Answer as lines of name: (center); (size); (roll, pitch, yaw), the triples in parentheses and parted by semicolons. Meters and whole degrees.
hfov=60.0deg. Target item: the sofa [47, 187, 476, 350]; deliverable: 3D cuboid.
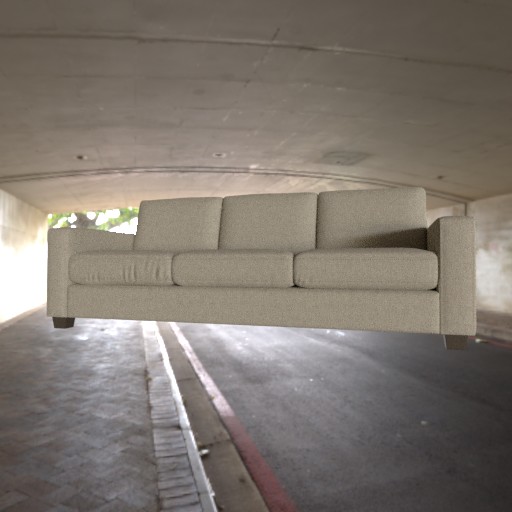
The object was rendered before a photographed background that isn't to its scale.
sofa: (0.000, 0.000, 2.541); (2.160, 0.800, 0.900); (0, -1, 17)
